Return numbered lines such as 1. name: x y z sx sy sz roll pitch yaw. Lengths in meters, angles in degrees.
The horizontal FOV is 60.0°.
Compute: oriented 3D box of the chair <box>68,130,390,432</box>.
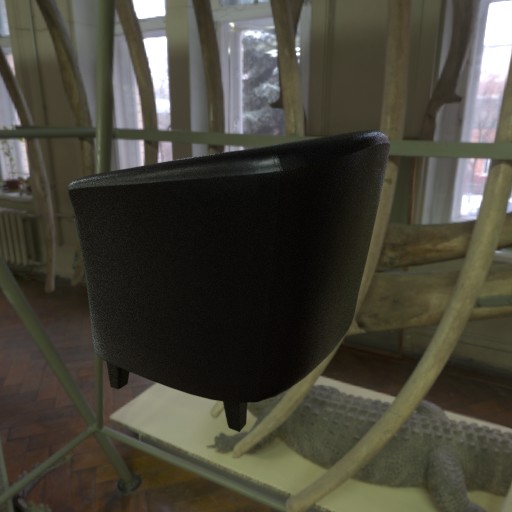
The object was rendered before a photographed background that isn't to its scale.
1. chair: 0.000 0.000 1.379 0.727 0.756 0.793 8 18 27
